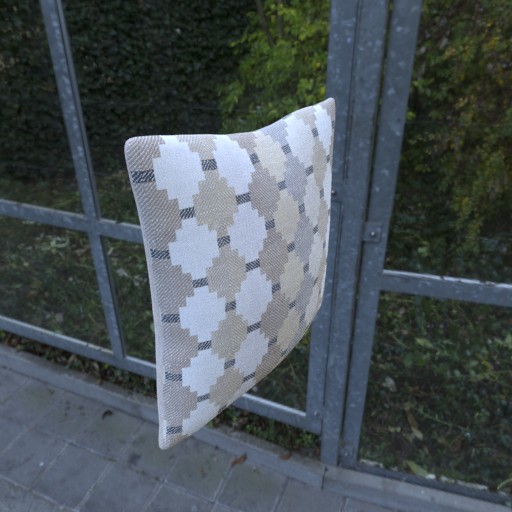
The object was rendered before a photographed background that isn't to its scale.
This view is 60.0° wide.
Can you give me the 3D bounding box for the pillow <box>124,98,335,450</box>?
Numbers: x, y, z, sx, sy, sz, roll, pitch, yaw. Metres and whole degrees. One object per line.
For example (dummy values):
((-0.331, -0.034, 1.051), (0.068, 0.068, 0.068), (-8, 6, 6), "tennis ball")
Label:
((0.000, 0.000, 0.872), (0.192, 0.558, 0.578), (18, 33, 31), "pillow")
